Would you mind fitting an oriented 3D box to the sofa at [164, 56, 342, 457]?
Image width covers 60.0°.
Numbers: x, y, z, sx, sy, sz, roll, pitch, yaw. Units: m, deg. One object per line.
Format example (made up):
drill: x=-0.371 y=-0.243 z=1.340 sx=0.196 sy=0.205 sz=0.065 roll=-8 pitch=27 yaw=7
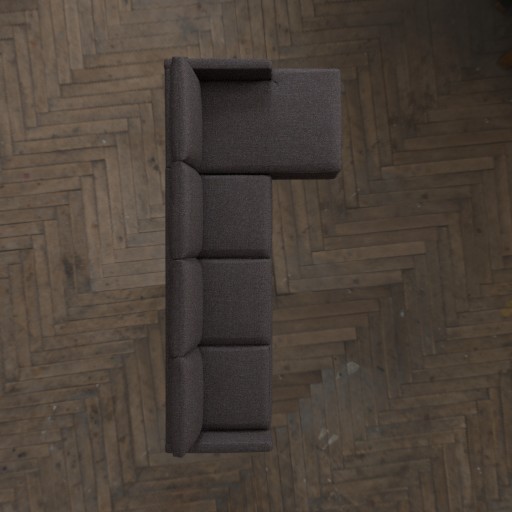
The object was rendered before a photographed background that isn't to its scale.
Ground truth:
sofa: x=0.000 y=0.000 z=3.769 sx=1.483 sy=0.892 sz=3.221 roll=0 pitch=90 yaw=-2
